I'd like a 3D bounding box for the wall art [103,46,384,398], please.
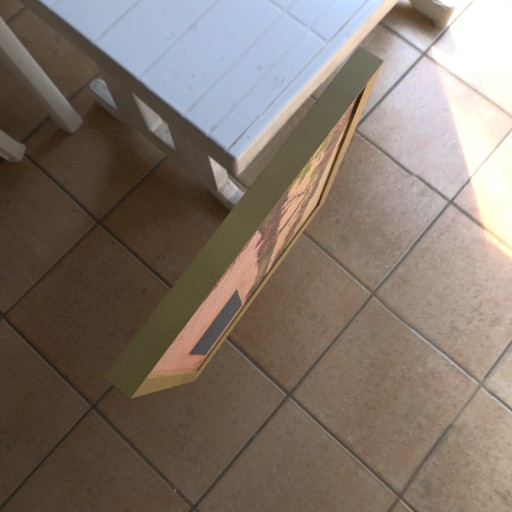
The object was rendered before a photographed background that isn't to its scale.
[{"bbox_3d":[0.000,0.000,0.767,0.038,0.508,0.507,35,79,8],"label":"wall art"}]
